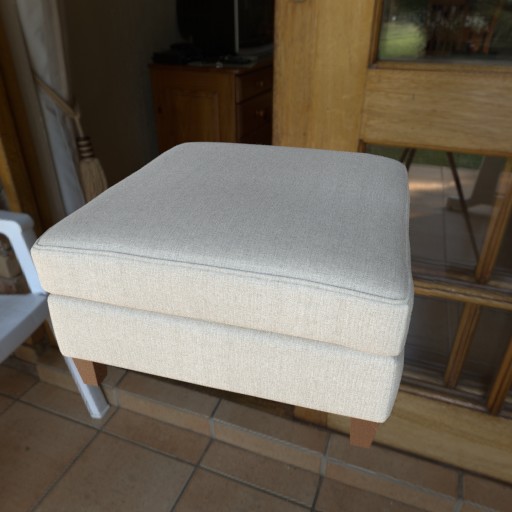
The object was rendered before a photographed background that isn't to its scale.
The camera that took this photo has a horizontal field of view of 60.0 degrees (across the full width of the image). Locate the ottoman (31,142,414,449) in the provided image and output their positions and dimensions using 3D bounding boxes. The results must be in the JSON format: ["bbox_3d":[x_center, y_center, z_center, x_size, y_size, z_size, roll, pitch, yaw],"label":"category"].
[{"bbox_3d":[0.000,0.000,1.314,0.838,0.503,0.838,8,31,13],"label":"ottoman"}]
